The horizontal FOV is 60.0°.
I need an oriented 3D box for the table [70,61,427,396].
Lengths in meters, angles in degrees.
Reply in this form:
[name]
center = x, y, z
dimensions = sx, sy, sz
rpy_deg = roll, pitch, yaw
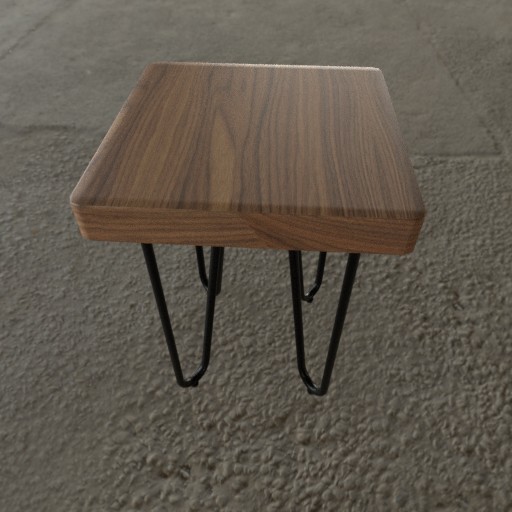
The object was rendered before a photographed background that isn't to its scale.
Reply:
[table]
center = 0.000, 0.000, 0.971
dimensions = 0.479, 0.641, 0.480
rpy_deg = 3, 45, 3
